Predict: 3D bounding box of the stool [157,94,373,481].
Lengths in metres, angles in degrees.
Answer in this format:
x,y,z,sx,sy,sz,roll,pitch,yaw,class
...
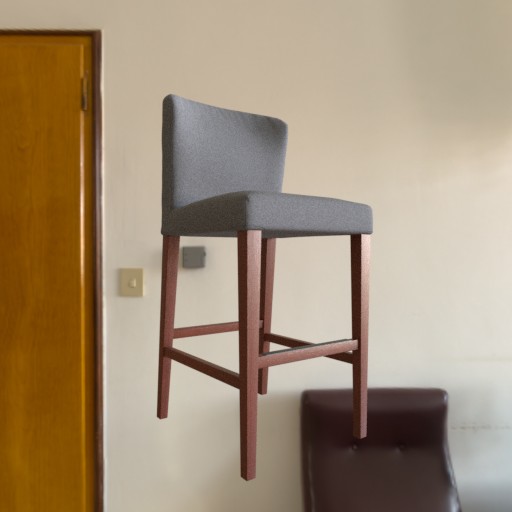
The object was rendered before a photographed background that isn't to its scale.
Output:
x,y,z,sx,sy,sz,roll,pitch,yaw,class
0.000,0.000,1.385,0.481,1.069,0.568,0,1,-36,stool
